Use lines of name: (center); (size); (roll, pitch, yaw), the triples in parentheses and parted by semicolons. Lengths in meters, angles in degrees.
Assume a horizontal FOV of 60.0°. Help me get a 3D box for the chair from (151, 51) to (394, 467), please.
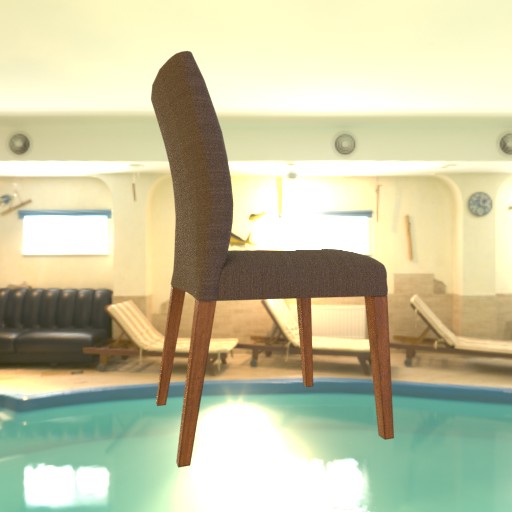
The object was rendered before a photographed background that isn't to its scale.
chair: (0.000, 0.000, 1.281); (0.585, 0.940, 0.496); (0, 1, -19)
